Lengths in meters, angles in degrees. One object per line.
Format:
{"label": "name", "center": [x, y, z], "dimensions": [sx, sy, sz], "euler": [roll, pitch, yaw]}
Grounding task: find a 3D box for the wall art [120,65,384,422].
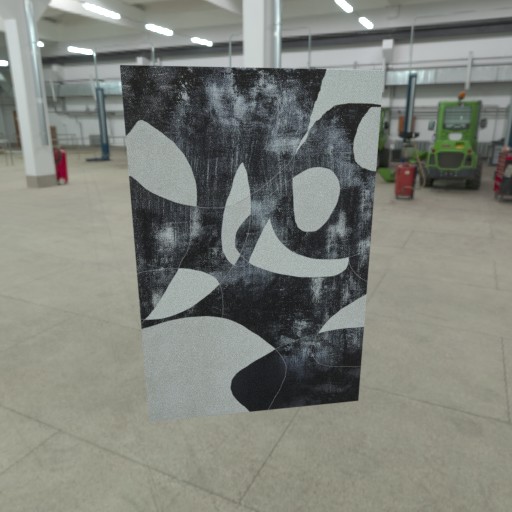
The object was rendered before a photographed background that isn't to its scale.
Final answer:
{"label": "wall art", "center": [0.000, 0.000, 0.780], "dimensions": [0.407, 0.610, 0.039], "euler": [-3, 17, -9]}
